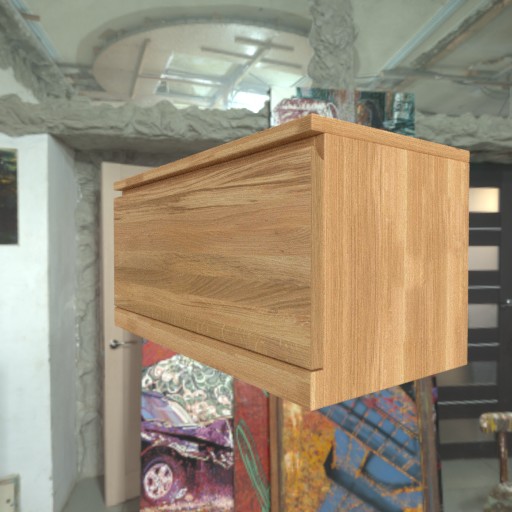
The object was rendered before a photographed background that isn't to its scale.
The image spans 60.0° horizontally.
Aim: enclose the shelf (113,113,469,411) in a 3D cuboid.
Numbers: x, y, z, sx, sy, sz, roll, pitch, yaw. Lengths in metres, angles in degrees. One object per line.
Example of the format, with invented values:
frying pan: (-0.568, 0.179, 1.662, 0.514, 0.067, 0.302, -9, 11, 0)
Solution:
shelf: (0.000, 0.000, 1.033, 0.400, 0.400, 0.800, -1, 2, -36)
